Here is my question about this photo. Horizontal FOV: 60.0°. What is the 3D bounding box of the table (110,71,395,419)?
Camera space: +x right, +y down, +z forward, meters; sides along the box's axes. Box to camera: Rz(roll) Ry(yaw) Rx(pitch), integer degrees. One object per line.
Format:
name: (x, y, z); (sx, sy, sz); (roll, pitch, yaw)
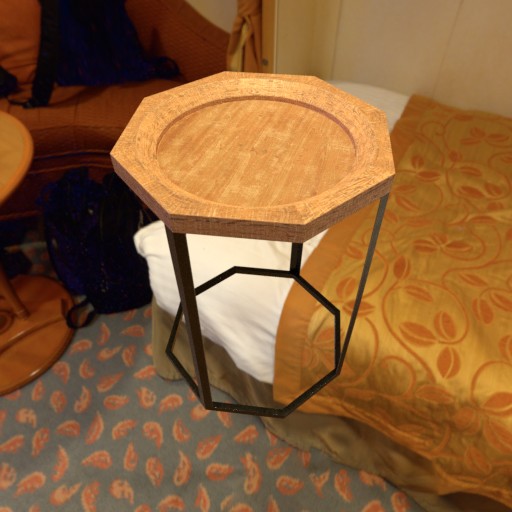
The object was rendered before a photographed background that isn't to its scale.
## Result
table: (0.000, 0.000, 0.878); (0.437, 0.553, 0.437); (-11, 48, -11)
